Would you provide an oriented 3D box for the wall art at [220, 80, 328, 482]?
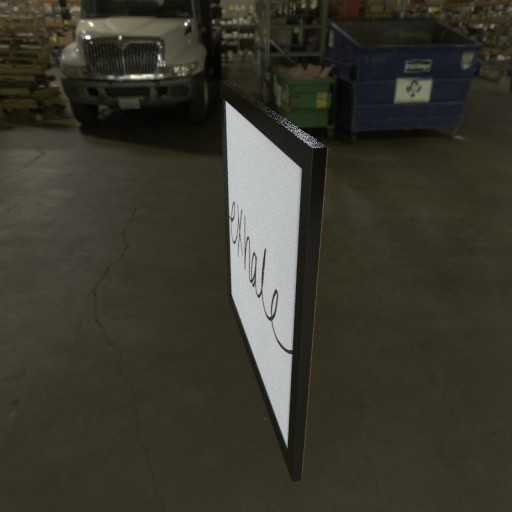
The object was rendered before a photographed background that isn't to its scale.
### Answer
[{"bbox_3d":[0.000,0.000,0.671,0.014,0.445,0.446,-7,29,-12],"label":"wall art"}]
